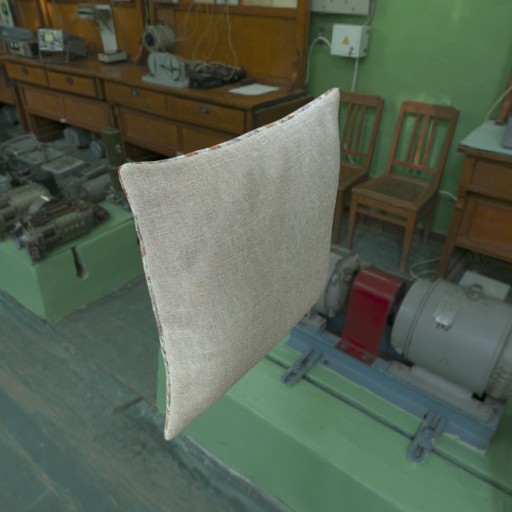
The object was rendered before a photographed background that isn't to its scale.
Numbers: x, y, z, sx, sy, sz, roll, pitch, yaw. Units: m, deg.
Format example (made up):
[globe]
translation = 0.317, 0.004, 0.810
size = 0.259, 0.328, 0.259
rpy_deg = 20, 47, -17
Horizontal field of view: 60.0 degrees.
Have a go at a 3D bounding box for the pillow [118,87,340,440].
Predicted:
[pillow]
translation = 0.000, 0.000, 0.807
size = 0.166, 0.506, 0.523
rpy_deg = 22, 39, 30
